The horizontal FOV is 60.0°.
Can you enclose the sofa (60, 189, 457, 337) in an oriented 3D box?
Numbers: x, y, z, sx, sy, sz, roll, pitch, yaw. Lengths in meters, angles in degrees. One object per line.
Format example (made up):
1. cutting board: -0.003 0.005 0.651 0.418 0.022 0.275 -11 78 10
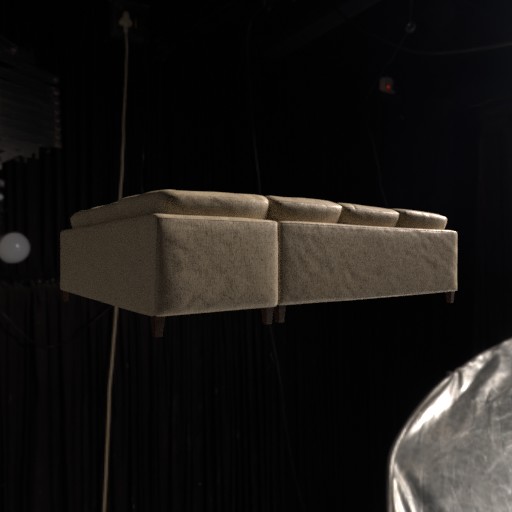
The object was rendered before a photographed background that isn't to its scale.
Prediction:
1. sofa: 0.000 0.000 4.583 3.302 0.947 2.593 0 0 -35
